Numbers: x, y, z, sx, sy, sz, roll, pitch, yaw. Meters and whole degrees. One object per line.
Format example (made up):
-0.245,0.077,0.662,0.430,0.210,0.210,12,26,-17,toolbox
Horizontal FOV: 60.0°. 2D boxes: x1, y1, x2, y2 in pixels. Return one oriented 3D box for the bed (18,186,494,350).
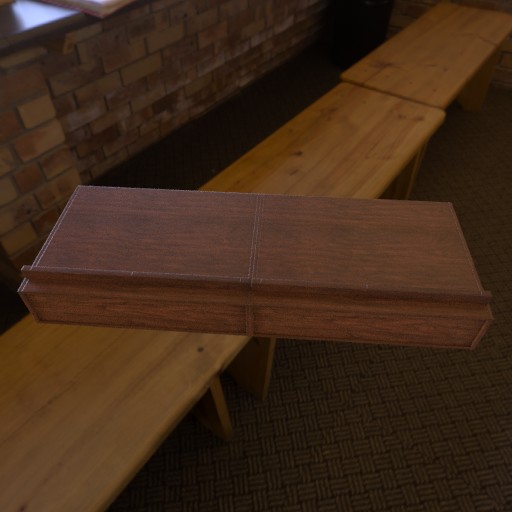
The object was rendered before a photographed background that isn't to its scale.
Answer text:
0.000,0.000,2.258,2.057,0.326,0.787,3,46,3,bed
